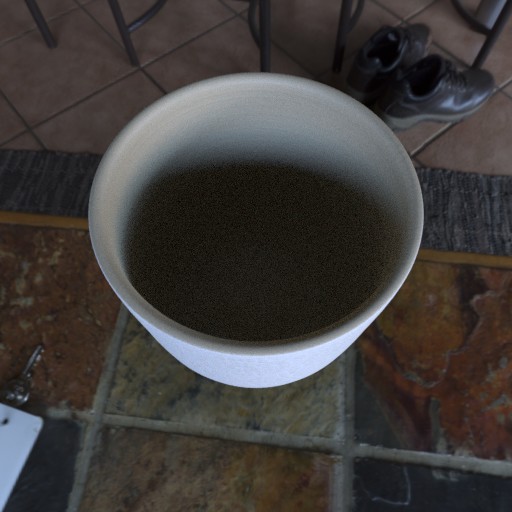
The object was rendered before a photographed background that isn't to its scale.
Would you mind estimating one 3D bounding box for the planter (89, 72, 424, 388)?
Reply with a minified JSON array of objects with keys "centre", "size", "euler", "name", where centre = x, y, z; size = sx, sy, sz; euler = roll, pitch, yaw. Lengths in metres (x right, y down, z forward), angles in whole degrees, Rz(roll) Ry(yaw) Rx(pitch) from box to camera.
[{"centre":[0.000,0.000,0.362],"size":[0.208,0.190,0.208],"euler":[0,64,0],"name":"planter"}]
